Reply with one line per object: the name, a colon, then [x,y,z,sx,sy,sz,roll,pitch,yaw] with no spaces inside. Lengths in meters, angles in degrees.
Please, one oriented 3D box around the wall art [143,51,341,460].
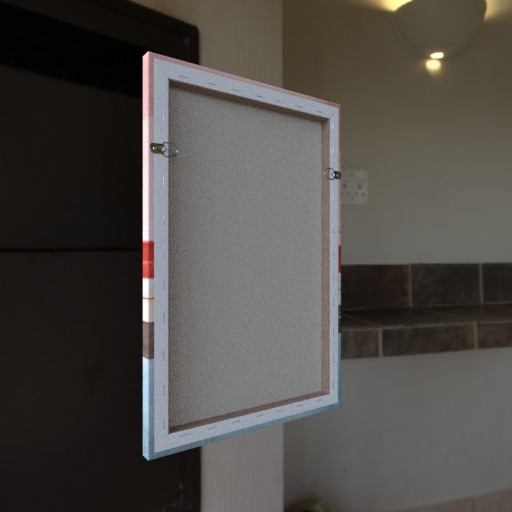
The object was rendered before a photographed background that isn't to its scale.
wall art: [0.000,0.000,1.178,0.610,0.914,0.038,0,0,-35]
